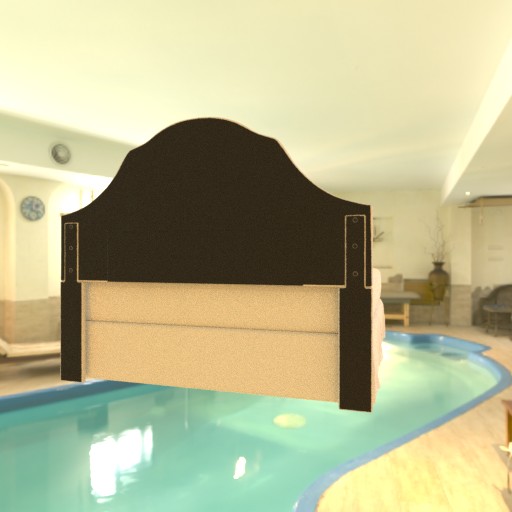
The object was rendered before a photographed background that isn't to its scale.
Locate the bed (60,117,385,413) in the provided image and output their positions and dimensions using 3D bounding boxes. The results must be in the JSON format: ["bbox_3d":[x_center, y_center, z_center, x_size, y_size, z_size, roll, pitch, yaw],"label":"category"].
[{"bbox_3d":[0.000,0.000,3.623,2.008,1.615,2.214,0,0,18],"label":"bed"}]
